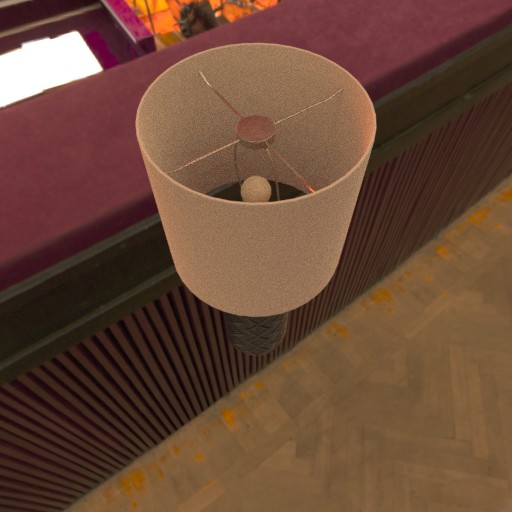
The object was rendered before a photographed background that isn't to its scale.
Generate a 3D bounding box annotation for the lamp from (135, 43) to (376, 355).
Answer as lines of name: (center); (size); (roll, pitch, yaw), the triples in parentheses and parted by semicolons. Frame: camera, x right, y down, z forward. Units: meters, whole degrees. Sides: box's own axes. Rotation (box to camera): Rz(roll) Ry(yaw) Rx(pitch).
lamp: (0.000, 0.000, 0.577); (0.207, 0.461, 0.207); (-30, 62, -18)
